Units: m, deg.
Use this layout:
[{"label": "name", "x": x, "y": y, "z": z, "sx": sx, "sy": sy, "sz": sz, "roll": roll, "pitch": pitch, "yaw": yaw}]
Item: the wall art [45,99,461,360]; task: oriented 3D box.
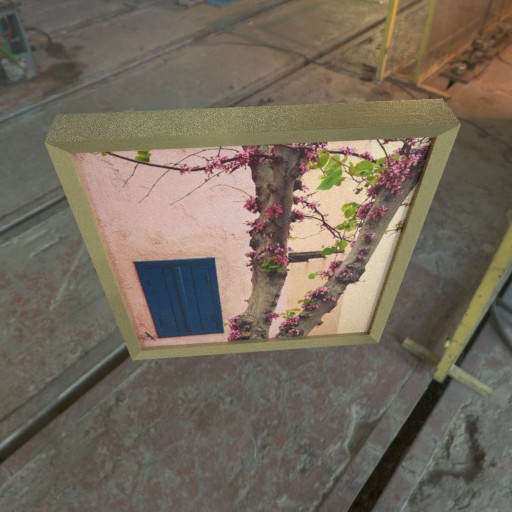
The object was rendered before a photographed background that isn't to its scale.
[{"label": "wall art", "x": 0.000, "y": 0.000, "z": 0.447, "sx": 0.304, "sy": 0.305, "sz": 0.038, "roll": -3, "pitch": 47, "yaw": -3}]
